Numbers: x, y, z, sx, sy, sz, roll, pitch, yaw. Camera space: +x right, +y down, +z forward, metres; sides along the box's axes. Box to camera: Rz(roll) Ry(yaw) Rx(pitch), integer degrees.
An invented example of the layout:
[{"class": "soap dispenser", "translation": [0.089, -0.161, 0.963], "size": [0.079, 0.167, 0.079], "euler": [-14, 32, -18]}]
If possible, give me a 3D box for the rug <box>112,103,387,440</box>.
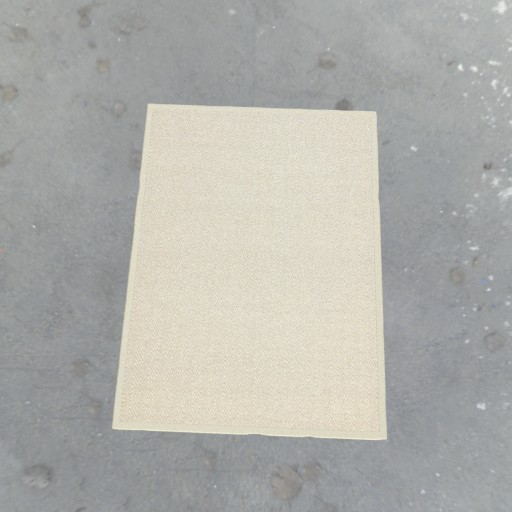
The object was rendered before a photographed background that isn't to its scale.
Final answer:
[{"class": "rug", "translation": [0.000, 0.000, 4.842], "size": [2.734, 0.037, 3.659], "euler": [2, 76, 1]}]
